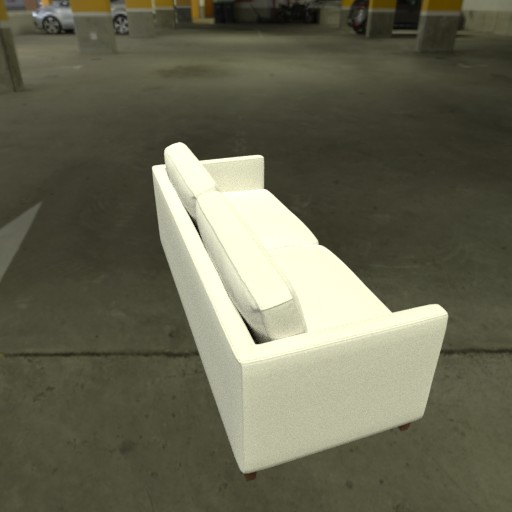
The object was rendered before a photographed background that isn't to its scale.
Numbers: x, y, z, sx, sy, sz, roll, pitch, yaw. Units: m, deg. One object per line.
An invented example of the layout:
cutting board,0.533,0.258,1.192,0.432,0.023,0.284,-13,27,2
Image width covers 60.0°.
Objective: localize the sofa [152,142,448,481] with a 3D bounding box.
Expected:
sofa,0.000,0.000,2.789,0.951,0.962,2.361,-10,31,-17
